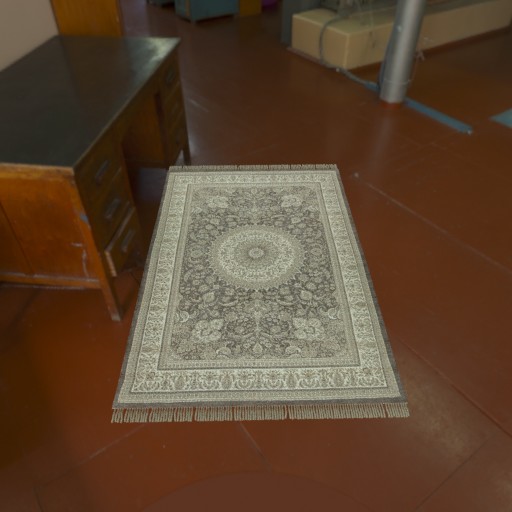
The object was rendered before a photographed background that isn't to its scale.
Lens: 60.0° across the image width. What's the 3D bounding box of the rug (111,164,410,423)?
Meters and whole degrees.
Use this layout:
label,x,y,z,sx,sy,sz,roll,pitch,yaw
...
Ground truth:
label,x,y,z,sx,sy,sz,roll,pitch,yaw
rug,0.000,0.000,4.377,2.143,0.015,3.422,-1,42,-1
